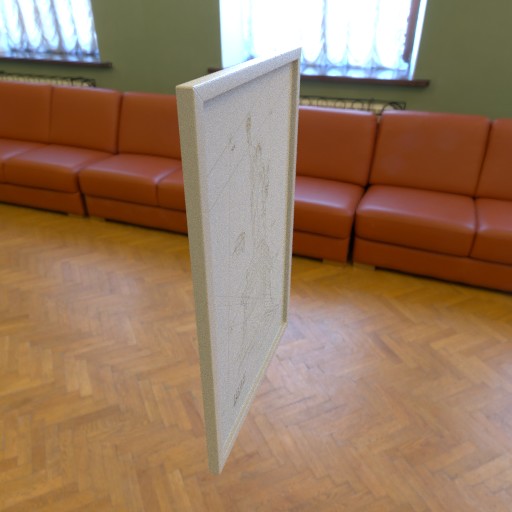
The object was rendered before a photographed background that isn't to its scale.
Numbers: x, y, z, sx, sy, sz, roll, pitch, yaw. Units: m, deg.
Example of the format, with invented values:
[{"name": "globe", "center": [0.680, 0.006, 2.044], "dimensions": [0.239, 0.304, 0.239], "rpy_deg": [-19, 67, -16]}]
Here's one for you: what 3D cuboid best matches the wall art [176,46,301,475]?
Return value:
[{"name": "wall art", "center": [0.000, 0.000, 1.000], "dimensions": [0.026, 0.813, 0.556], "rpy_deg": [10, 32, 17]}]
